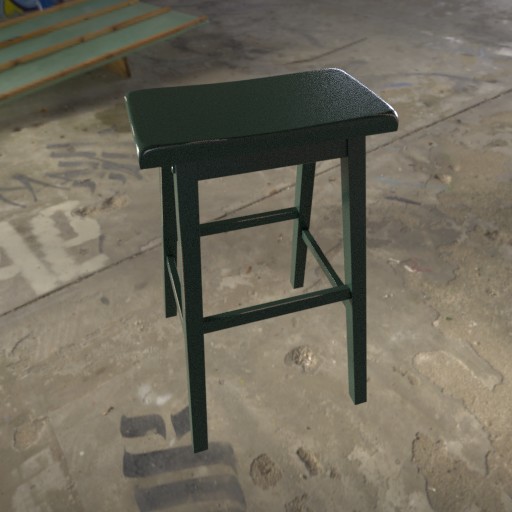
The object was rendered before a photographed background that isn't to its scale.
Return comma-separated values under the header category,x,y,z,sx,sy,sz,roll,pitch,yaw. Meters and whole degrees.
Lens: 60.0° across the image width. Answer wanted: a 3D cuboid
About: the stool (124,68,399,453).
category,x,y,z,sx,sy,sz,roll,pitch,yaw
stool,0.000,0.000,1.034,0.457,0.737,0.476,-12,43,-13
